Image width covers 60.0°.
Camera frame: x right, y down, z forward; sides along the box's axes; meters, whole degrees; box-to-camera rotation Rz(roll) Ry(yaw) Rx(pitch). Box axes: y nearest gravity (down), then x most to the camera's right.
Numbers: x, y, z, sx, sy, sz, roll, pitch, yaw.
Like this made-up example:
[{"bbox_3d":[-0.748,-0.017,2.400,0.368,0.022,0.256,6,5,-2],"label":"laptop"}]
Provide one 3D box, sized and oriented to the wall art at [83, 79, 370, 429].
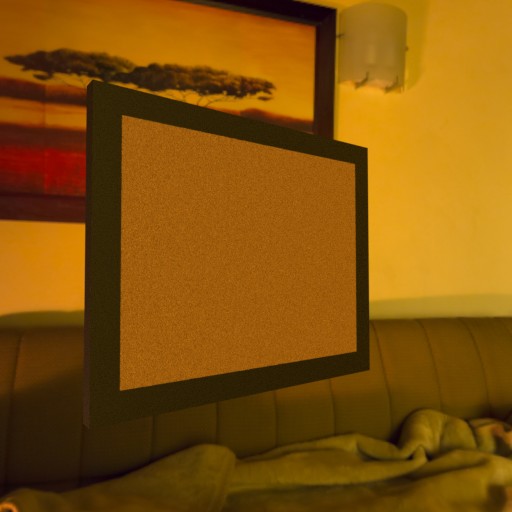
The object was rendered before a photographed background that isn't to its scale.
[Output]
[{"bbox_3d":[0.000,0.000,0.759,0.561,0.460,0.028,1,-2,-37],"label":"wall art"}]
